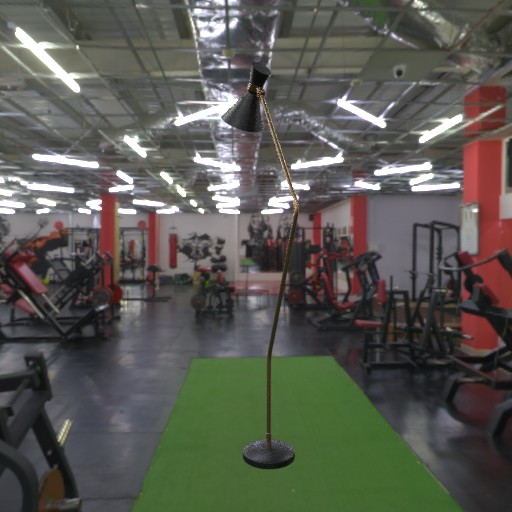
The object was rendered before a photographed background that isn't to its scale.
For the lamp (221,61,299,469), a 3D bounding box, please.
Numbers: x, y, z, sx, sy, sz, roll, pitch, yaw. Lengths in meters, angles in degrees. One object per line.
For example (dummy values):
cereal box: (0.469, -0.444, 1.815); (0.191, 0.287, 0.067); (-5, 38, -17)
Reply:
lamp: (0.000, 0.000, 1.609); (0.277, 1.438, 0.467); (0, 1, 0)
